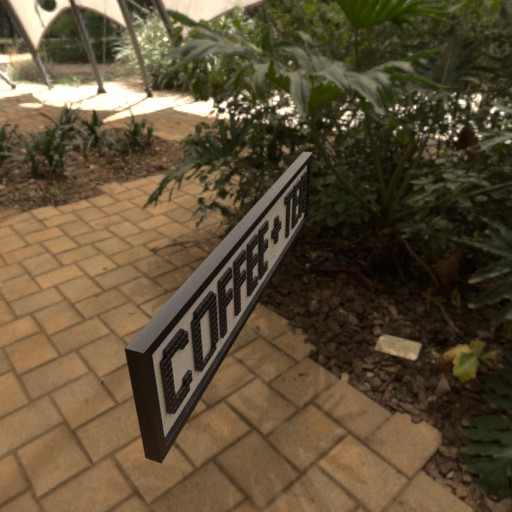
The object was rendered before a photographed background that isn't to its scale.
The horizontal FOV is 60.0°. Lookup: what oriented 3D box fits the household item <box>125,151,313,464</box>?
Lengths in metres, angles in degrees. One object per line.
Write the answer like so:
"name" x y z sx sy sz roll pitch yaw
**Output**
"household item" 0.000 0.000 1.076 0.030 0.236 1.001 10 31 17
